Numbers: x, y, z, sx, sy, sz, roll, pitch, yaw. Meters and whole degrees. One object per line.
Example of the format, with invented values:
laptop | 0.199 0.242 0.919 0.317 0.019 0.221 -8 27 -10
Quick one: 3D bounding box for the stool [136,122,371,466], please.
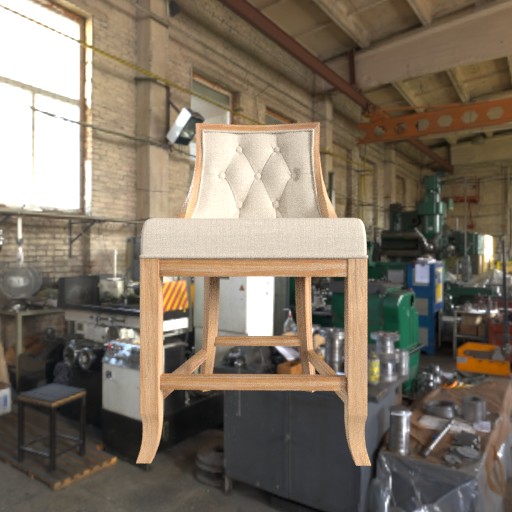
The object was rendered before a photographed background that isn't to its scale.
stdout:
stool | 0.000 0.000 1.301 0.524 0.938 0.626 0 0 1
